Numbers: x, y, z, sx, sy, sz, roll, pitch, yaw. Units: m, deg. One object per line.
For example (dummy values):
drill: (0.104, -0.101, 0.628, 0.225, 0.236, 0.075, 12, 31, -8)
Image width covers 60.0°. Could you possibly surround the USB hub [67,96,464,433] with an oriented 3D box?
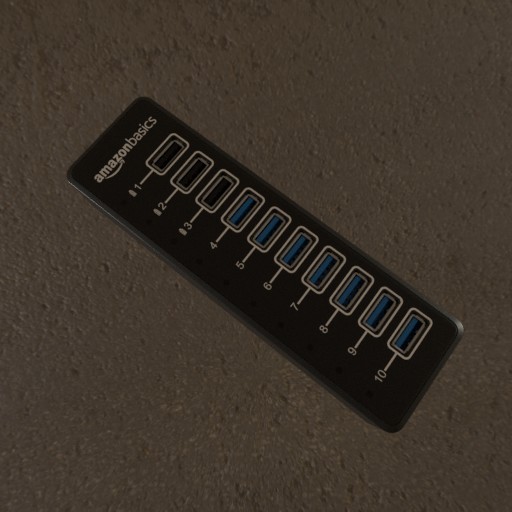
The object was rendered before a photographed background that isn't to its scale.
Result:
USB hub: (0.000, 0.000, 0.164, 0.145, 0.023, 0.044, 37, 78, 9)
